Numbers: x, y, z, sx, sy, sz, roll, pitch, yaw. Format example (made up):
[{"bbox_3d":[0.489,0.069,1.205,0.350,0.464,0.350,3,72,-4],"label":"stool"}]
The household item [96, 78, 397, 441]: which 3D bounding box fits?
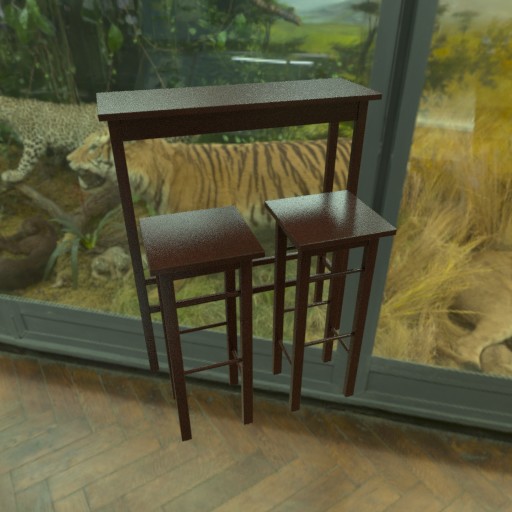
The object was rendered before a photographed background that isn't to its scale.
[{"bbox_3d":[0.000,0.000,1.619,0.914,1.067,0.676,-10,33,-15],"label":"household item"}]
